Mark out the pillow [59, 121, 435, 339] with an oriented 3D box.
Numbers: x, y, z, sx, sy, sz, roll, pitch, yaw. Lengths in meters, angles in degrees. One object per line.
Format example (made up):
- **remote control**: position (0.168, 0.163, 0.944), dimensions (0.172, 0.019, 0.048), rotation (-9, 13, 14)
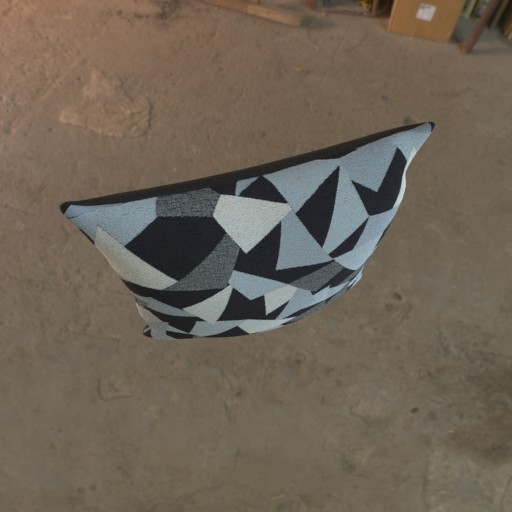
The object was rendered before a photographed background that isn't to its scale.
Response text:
- **pillow**: position (0.000, 0.000, 0.765), dimensions (0.503, 0.496, 0.208), rotation (-15, 64, -7)
